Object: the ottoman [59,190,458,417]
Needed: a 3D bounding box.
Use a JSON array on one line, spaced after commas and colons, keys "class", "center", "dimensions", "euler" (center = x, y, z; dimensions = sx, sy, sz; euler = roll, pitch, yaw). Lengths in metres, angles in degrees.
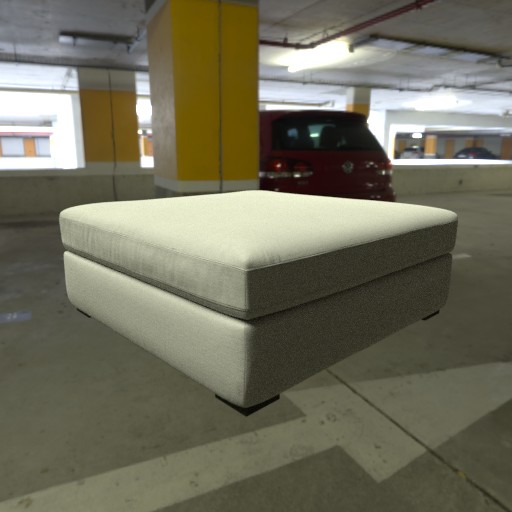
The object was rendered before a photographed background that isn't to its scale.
[{"class": "ottoman", "center": [0.000, 0.000, 1.799], "dimensions": [1.167, 0.482, 1.163], "euler": [-12, 18, -42]}]
